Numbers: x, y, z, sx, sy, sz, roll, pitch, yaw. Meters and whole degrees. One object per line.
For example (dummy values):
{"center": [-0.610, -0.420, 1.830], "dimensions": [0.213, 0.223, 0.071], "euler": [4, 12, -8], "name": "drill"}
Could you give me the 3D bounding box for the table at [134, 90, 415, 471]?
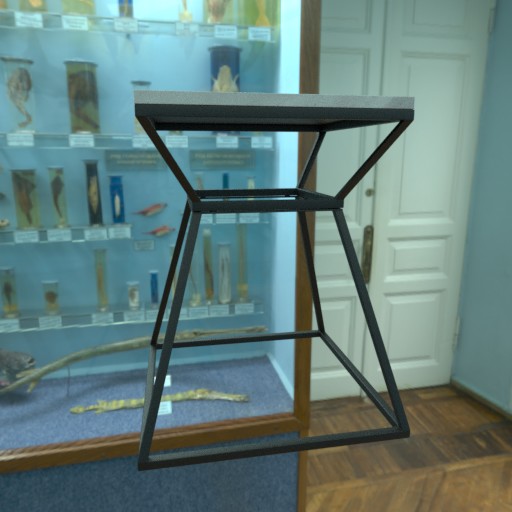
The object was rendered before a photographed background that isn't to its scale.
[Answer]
{"center": [0.000, 0.000, 0.876], "dimensions": [0.455, 0.559, 0.455], "euler": [-2, 13, -10], "name": "table"}
